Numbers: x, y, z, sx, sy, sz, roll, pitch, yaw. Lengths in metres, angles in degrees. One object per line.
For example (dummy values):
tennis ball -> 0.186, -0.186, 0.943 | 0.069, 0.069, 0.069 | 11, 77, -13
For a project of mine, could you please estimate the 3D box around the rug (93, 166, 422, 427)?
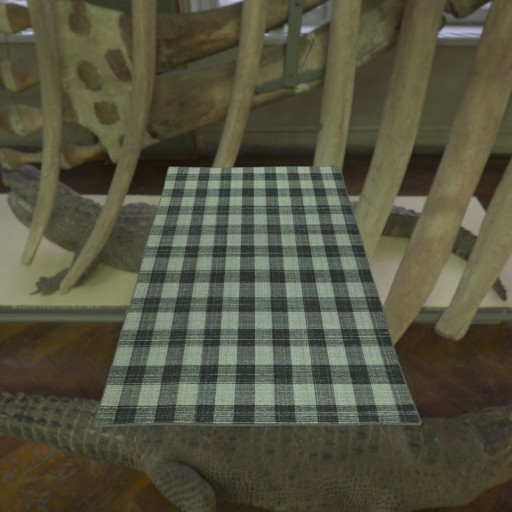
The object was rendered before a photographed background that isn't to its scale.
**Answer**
rug -> 0.000, 0.000, 3.031 | 1.554, 0.011, 2.476 | 0, 40, 0
